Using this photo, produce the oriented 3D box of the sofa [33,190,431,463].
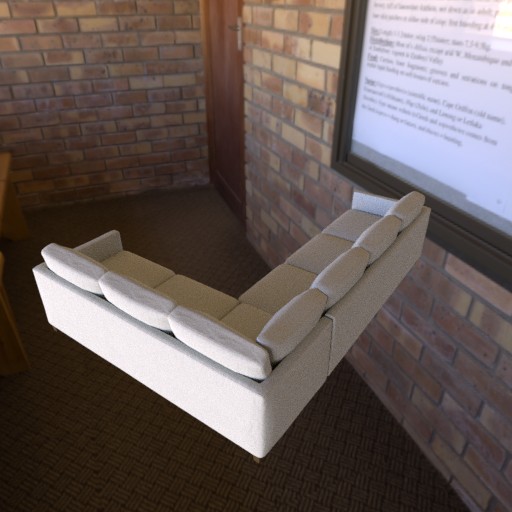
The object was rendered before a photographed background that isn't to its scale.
[{"bbox_3d":[0.000,0.000,4.527,2.522,0.934,3.333,20,37,30],"label":"sofa"}]
